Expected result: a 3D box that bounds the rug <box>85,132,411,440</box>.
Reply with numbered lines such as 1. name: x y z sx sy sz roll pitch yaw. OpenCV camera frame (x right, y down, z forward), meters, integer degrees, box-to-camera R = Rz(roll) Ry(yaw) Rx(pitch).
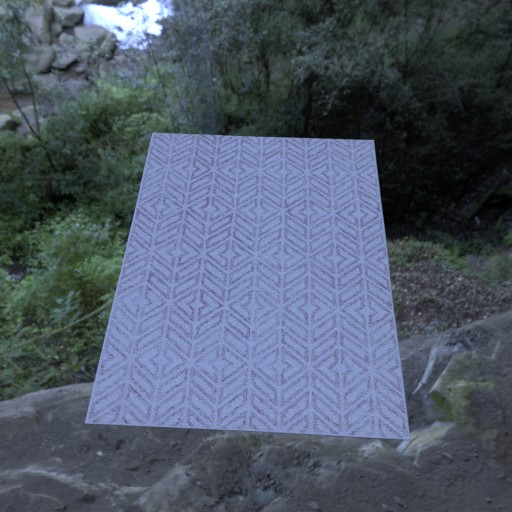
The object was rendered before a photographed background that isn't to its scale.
1. rug: 0.000 0.000 4.066 2.421 0.008 3.045 2 59 1
